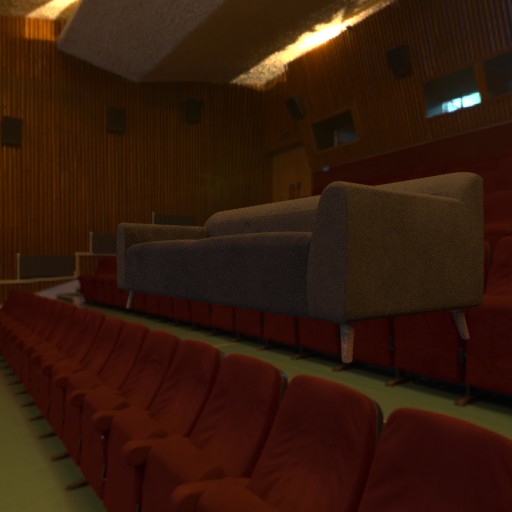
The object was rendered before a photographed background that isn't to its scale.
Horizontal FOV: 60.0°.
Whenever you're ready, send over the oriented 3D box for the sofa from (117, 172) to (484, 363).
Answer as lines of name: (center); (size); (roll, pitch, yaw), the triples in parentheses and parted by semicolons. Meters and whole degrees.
sofa: (0.000, 0.000, 2.561); (0.900, 0.740, 2.190); (0, -1, -36)
